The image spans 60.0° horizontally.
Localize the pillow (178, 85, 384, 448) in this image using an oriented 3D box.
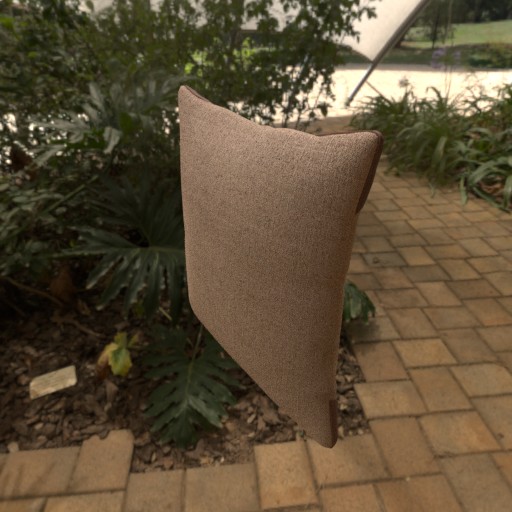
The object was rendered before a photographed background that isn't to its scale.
[{"bbox_3d":[0.000,0.000,0.671,0.147,0.448,0.437,-17,32,-30],"label":"pillow"}]
